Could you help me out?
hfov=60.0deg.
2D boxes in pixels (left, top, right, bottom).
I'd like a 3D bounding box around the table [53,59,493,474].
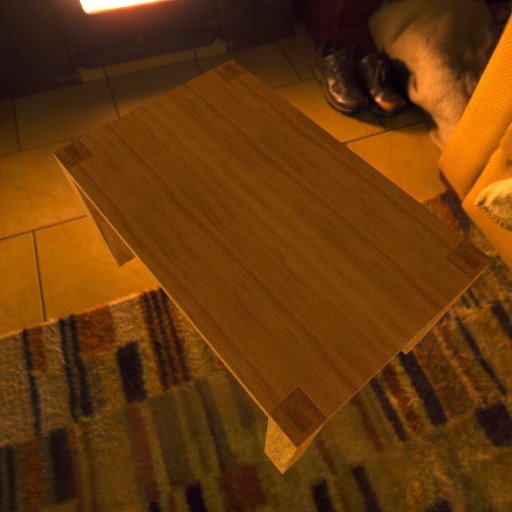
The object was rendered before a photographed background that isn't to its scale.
[{"bbox_3d":[0.000,0.000,1.929,0.900,0.760,1.400,-36,65,-19],"label":"table"}]
